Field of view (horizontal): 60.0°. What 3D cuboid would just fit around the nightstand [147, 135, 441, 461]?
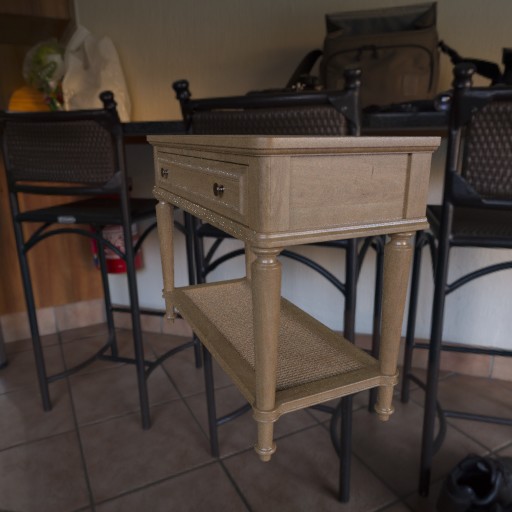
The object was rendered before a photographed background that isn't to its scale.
[{"bbox_3d":[0.000,0.000,1.338,0.432,0.700,0.914,-7,17,-24],"label":"nightstand"}]
